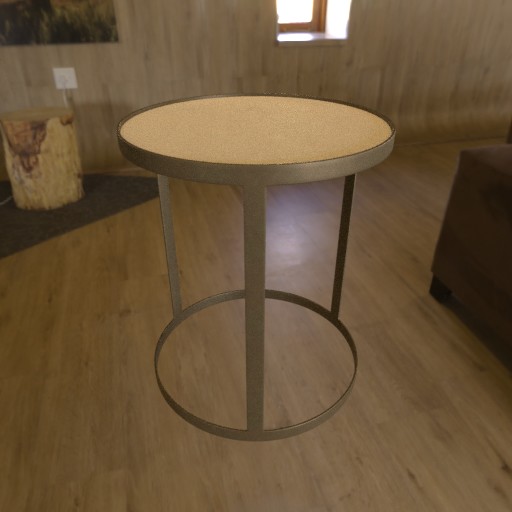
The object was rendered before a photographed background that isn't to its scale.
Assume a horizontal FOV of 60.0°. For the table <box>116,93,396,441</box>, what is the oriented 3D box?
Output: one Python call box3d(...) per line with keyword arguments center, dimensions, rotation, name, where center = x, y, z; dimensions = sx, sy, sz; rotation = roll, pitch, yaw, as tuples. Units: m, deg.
box3d(center=(0.000, 0.000, 0.933), dimensions=(0.480, 0.565, 0.480), rotation=(0, 31, 0), name="table")
